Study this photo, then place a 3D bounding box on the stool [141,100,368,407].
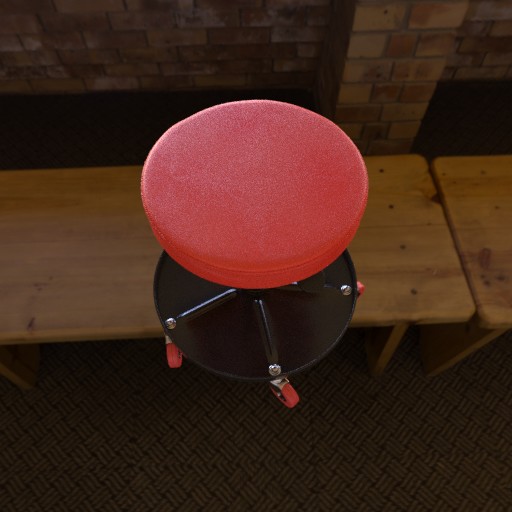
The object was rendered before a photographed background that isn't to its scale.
[{"bbox_3d":[0.000,0.000,0.680,0.381,0.365,0.382,-30,63,-17],"label":"stool"}]
